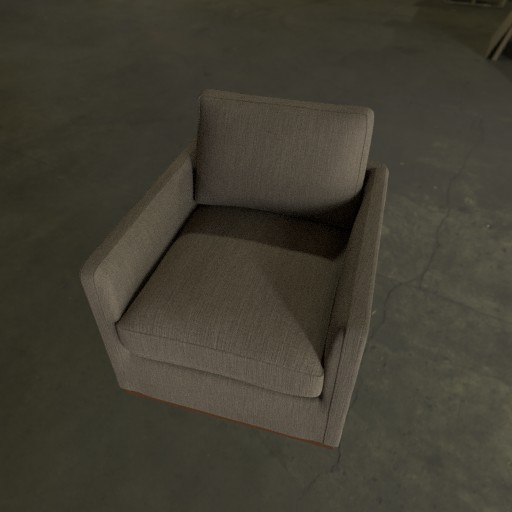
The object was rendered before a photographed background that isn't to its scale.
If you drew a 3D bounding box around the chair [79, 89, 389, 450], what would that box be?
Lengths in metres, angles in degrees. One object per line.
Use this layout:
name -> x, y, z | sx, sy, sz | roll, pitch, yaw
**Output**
chair -> 0.000, 0.000, 1.481 | 0.763, 0.811, 0.834 | 11, 43, 12
